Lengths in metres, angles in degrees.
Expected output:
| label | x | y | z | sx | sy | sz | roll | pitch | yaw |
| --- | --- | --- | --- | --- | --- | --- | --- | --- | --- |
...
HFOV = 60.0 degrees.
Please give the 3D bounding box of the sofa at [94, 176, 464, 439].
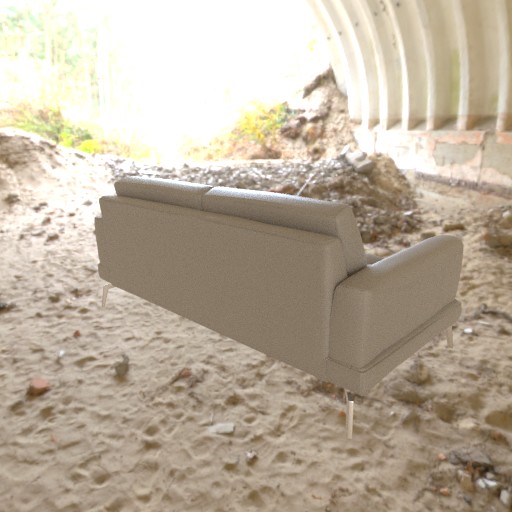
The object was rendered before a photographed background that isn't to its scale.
| label | x | y | z | sx | sy | sz | roll | pitch | yaw |
| --- | --- | --- | --- | --- | --- | --- | --- | --- | --- |
| sofa | 0.000 | 0.000 | 2.750 | 2.177 | 0.930 | 1.121 | 15 | 22 | 41 |
